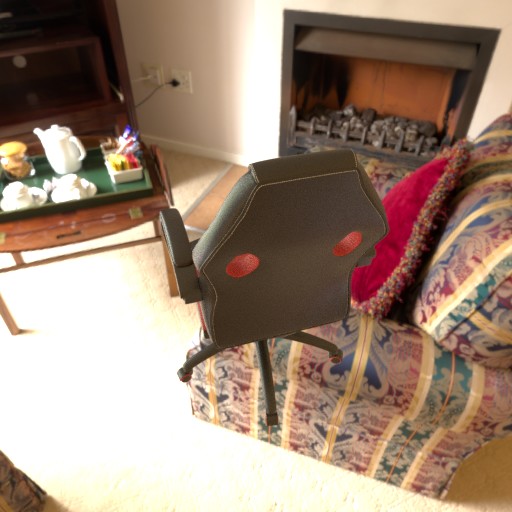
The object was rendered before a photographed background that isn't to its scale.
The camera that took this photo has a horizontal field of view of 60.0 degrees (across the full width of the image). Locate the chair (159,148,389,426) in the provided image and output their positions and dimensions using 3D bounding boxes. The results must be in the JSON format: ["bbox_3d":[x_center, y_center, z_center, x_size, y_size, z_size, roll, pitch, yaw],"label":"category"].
[{"bbox_3d":[0.000,0.000,1.692,0.750,1.189,0.783,-11,42,-13],"label":"chair"}]
